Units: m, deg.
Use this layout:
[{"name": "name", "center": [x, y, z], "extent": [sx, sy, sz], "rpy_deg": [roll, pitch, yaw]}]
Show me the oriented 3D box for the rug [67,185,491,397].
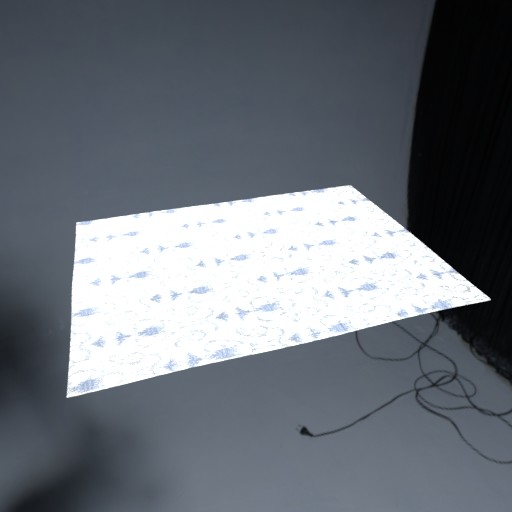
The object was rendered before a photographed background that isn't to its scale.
[{"name": "rug", "center": [0.000, 0.000, 2.883], "extent": [2.261, 0.013, 1.676], "rpy_deg": [-10, 34, -15]}]
